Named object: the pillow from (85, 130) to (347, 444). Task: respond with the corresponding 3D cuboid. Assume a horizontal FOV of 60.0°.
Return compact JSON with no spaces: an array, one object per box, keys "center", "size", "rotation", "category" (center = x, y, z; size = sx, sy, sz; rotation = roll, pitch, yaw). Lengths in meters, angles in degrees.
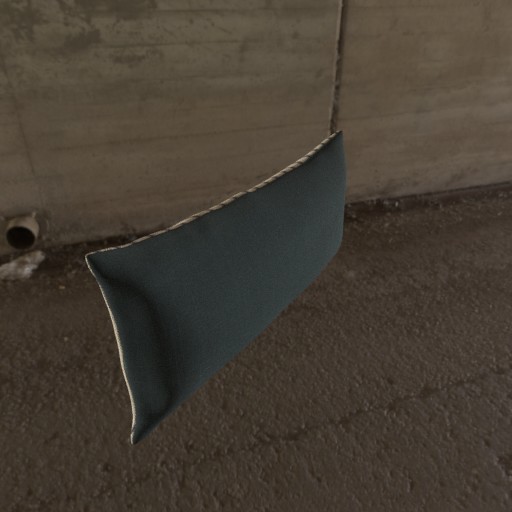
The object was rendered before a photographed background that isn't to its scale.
[{"center":[0.000,0.000,0.743],"size":[0.151,0.305,0.609],"rotation":[20,37,29],"category":"pillow"}]
